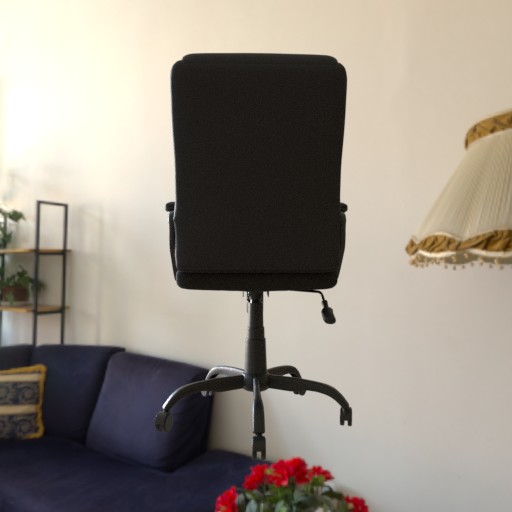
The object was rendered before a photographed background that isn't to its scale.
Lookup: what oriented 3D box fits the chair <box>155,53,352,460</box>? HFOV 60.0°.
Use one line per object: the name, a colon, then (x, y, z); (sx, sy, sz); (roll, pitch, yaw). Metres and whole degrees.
chair: (0.000, 0.000, 1.451); (0.615, 1.072, 0.655); (0, -1, -2)
